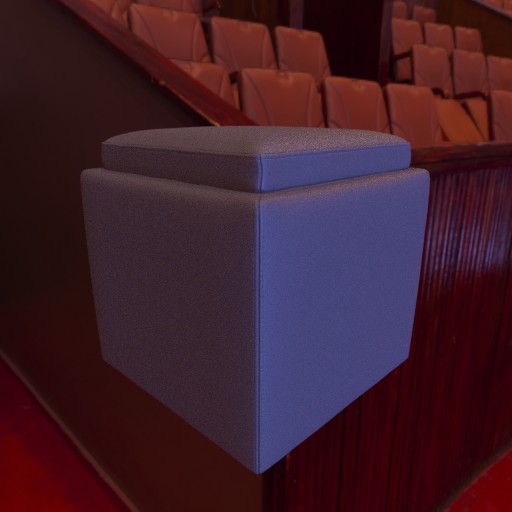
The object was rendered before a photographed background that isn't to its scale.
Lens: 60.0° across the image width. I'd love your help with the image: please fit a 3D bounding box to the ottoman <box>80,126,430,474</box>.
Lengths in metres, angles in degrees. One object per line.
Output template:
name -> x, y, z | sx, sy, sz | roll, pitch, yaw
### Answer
ottoman -> 0.000, 0.000, 0.818 | 0.451, 0.460, 0.450 | 16, 24, 42
